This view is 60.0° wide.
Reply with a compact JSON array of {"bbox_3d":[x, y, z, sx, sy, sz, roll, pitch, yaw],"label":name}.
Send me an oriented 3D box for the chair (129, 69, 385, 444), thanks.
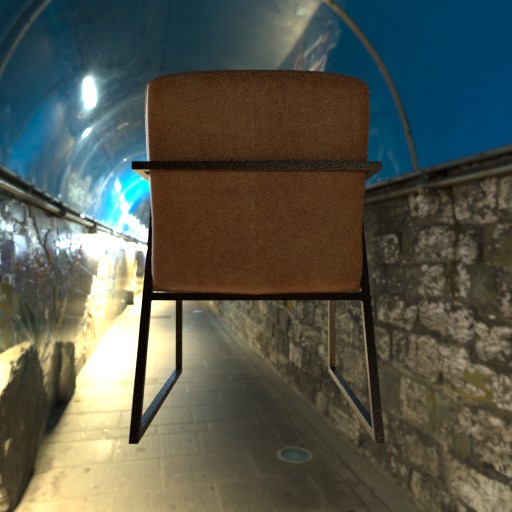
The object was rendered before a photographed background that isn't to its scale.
[{"bbox_3d":[0.000,0.000,1.291,0.571,0.832,0.677,0,0,0],"label":"chair"}]
